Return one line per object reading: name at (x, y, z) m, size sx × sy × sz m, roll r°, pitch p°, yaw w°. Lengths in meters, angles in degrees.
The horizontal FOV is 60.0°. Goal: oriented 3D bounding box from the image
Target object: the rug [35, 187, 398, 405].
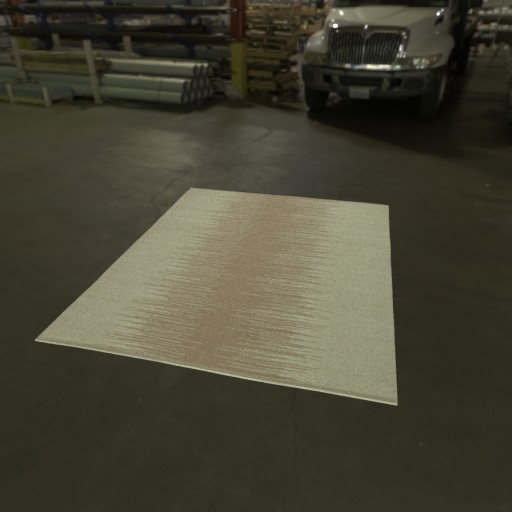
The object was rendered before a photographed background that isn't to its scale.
rug at (0.000, 0.000, 4.124) m, size 2.438 × 0.013 × 3.048 m, roll 7°, pitch 30°, yaw 12°
